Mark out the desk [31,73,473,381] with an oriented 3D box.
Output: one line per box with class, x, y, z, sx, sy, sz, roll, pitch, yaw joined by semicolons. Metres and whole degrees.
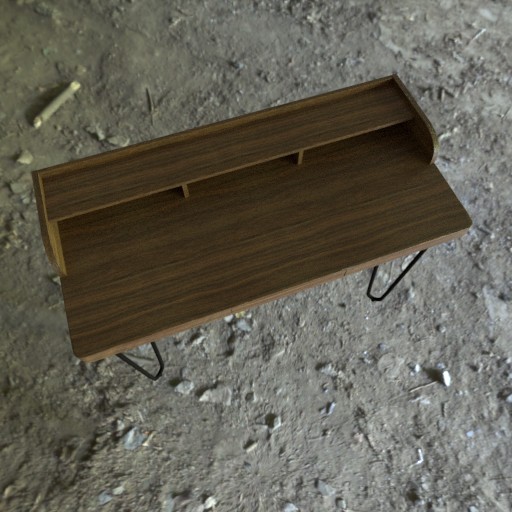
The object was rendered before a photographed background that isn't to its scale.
desk;0.000;0.000;1.650;1.200;0.854;0.565;-18;65;-9
